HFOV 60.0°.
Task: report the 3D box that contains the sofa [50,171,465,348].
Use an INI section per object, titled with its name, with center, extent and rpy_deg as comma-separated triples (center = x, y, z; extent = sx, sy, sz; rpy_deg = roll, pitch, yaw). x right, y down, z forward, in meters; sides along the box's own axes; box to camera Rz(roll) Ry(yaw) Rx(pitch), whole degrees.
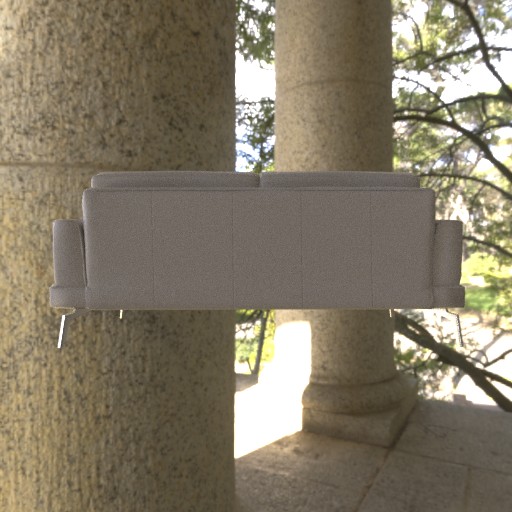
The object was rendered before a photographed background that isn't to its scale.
[sofa]
center = 0.000, 0.000, 2.780
extent = 2.177, 0.930, 1.121
rpy_deg = 0, 0, -1
